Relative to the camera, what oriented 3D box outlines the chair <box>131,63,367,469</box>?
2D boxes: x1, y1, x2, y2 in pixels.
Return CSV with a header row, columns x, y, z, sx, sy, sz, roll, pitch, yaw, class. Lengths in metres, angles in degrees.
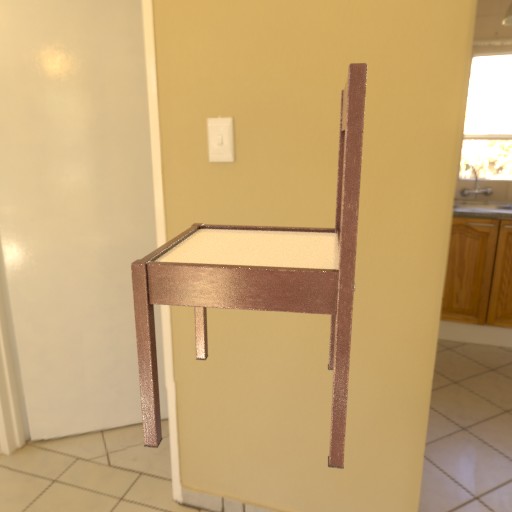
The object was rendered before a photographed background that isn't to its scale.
x,y,z,sx,sy,sz,roll,pitch,yaw,class
0.000,0.000,0.686,0.285,0.505,0.285,2,15,9,chair
